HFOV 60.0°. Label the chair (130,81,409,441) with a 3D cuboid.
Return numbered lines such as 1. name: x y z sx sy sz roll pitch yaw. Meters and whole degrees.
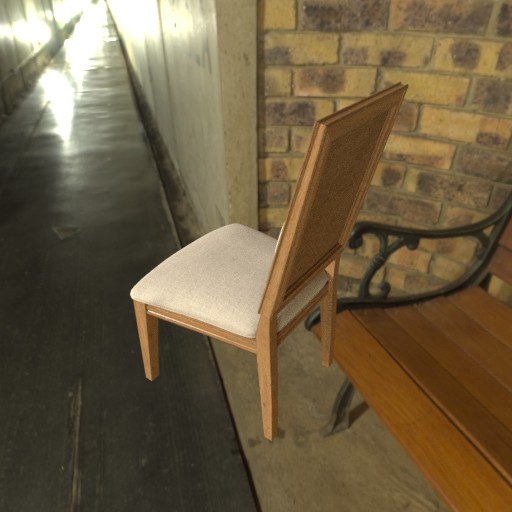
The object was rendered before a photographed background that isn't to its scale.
1. chair: 0.000 0.000 1.326 0.601 0.988 0.536 21 38 29
